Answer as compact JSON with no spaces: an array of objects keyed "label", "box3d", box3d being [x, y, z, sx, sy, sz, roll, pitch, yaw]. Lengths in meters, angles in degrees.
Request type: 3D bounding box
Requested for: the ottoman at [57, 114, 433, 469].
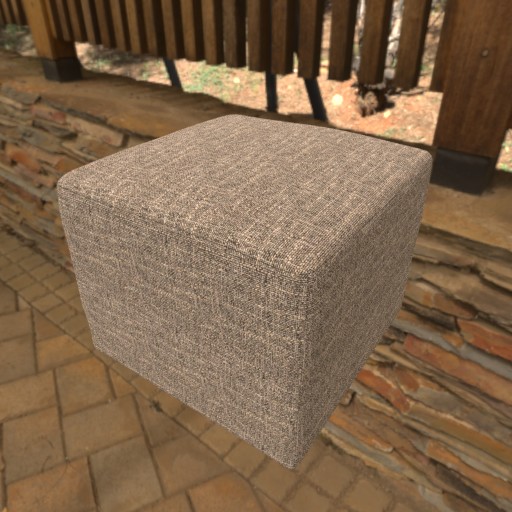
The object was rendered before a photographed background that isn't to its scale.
[{"label":"ottoman","box3d":[0.000,0.000,0.910,0.512,0.453,0.521,20,38,29]}]
